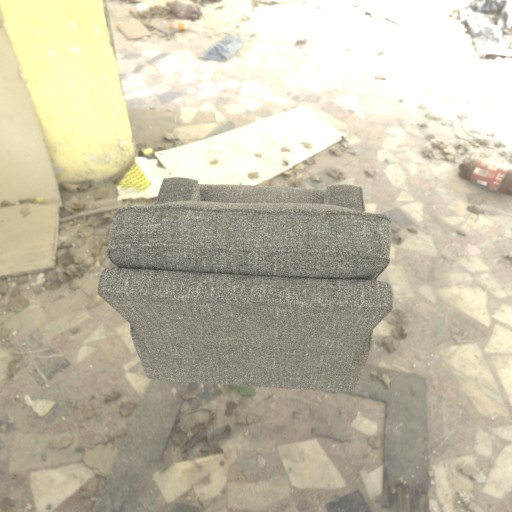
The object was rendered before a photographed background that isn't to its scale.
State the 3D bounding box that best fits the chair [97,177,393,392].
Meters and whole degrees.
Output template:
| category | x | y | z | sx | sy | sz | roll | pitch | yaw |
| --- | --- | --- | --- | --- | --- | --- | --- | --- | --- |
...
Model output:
| category | x | y | z | sx | sy | sz | roll | pitch | yaw |
| --- | --- | --- | --- | --- | --- | --- | --- | --- | --- |
| chair | 0.000 | 0.000 | 1.678 | 0.861 | 0.962 | 0.964 | 3 | 47 | 3 |
